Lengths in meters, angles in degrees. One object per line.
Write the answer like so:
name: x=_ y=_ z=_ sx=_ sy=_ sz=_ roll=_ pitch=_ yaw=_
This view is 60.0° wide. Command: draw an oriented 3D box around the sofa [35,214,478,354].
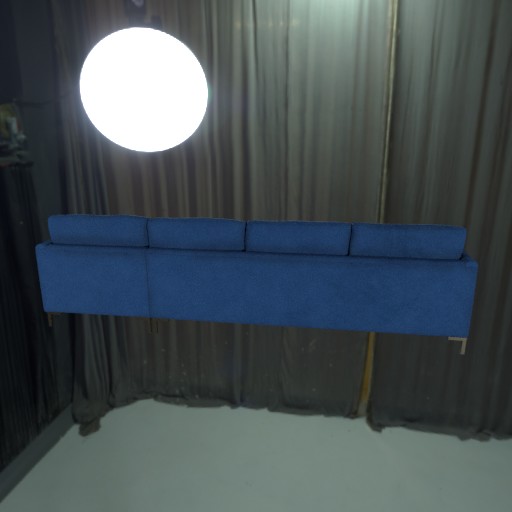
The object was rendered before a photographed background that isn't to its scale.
sofa: x=0.000 y=0.000 z=3.515 sx=2.932 sy=0.810 sz=1.350 roll=2 pitch=16 yaw=8
